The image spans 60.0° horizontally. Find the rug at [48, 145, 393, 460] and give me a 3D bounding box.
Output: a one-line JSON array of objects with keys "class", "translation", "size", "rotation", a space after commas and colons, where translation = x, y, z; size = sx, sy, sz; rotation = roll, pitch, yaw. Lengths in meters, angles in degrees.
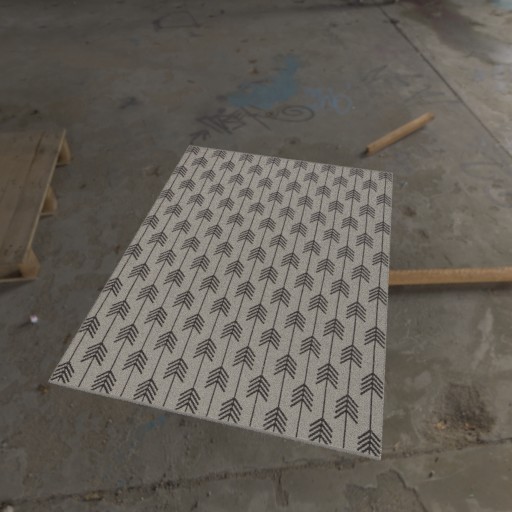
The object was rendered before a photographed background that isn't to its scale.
[{"class": "rug", "translation": [0.000, 0.000, 3.978], "size": [2.330, 0.010, 3.061], "rotation": [10, 48, 9]}]
